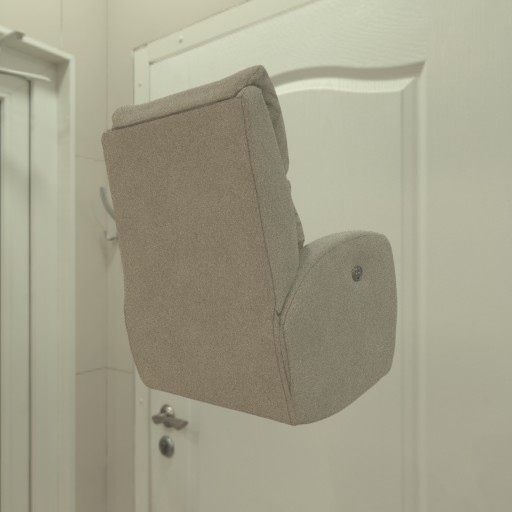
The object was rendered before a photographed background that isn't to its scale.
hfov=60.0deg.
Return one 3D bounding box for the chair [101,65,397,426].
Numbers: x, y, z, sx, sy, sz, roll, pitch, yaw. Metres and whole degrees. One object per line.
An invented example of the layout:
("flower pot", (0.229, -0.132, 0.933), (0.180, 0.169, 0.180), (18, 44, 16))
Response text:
("chair", (0.000, 0.000, 1.642), (0.794, 1.021, 0.940), (0, 0, 36))
